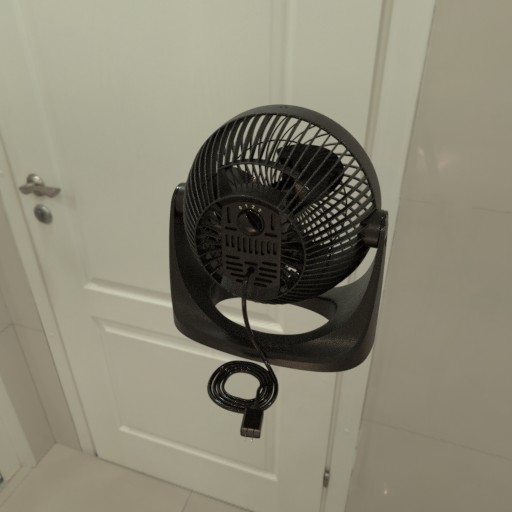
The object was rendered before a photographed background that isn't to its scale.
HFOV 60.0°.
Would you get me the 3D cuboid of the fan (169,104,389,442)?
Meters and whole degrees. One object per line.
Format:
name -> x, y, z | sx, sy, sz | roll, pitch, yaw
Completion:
fan -> 0.000, 0.000, 0.480 | 0.273, 0.277, 0.256 | 10, 32, 17
